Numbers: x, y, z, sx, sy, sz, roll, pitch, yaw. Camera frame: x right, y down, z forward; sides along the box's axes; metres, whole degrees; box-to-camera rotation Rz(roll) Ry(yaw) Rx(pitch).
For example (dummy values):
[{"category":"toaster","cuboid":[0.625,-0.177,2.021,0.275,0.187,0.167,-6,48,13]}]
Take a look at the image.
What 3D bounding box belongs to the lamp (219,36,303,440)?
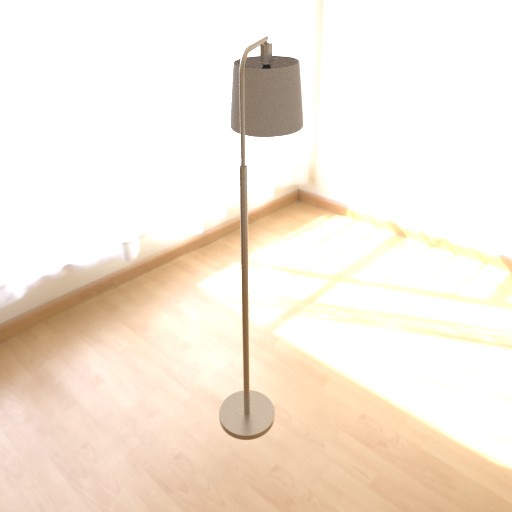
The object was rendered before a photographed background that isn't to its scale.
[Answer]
[{"category":"lamp","cuboid":[0.000,0.000,1.674,0.254,1.478,0.508,9,32,15]}]
